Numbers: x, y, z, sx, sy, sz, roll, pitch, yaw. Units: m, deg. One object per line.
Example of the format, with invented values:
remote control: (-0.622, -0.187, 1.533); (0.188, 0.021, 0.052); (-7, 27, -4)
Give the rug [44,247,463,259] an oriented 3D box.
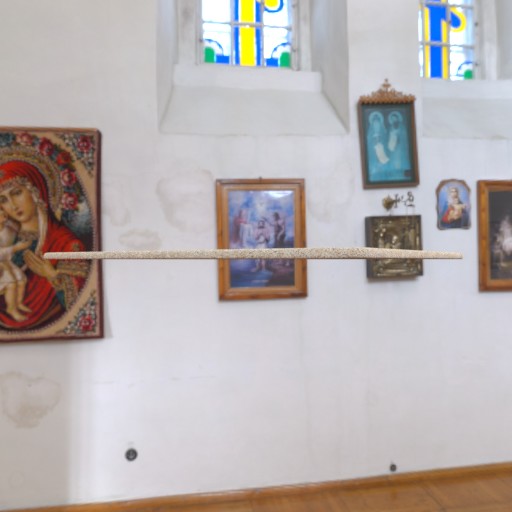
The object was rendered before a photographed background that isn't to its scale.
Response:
rug: (0.000, 0.000, 3.347); (2.528, 0.048, 2.009); (0, -1, 36)
